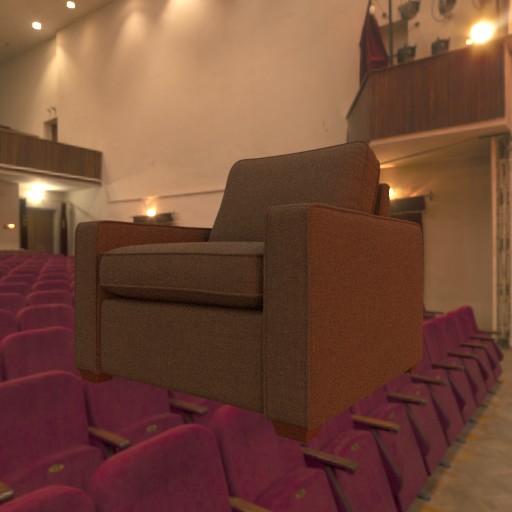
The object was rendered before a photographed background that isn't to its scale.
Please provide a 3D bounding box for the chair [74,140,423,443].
[{"bbox_3d":[0.000,0.000,1.696,1.017,0.919,0.940,0,0,36],"label":"chair"}]
